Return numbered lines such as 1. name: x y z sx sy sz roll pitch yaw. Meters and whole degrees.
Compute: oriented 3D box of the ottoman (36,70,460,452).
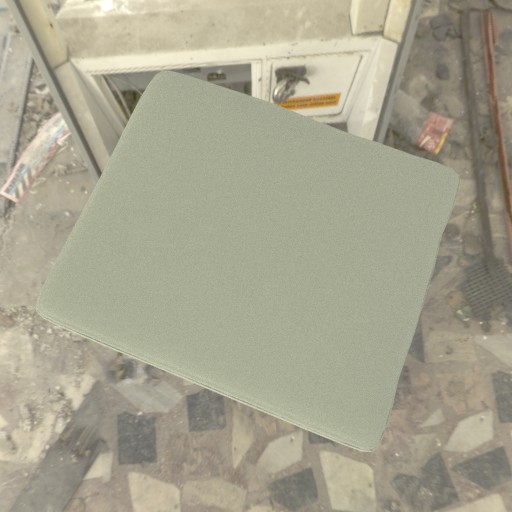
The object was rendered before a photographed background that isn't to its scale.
1. ottoman: 0.000 0.000 1.426 0.991 0.494 0.842 21 77 5
